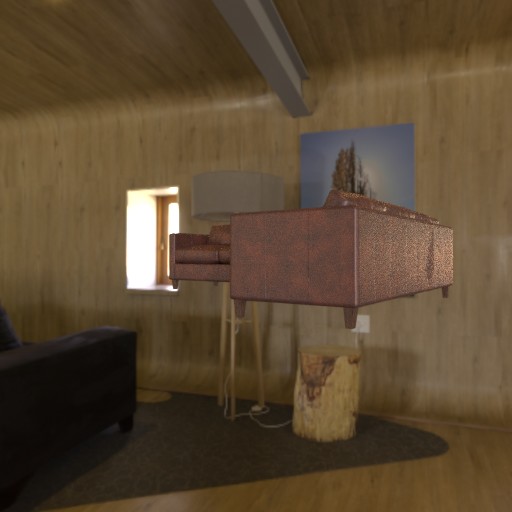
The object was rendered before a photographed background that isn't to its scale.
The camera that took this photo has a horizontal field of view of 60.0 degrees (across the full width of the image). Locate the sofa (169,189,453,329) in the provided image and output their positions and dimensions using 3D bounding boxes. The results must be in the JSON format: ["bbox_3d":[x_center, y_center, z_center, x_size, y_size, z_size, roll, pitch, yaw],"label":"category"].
[{"bbox_3d":[0.000,0.000,4.385,3.152,0.836,2.438,0,0,36],"label":"sofa"}]
